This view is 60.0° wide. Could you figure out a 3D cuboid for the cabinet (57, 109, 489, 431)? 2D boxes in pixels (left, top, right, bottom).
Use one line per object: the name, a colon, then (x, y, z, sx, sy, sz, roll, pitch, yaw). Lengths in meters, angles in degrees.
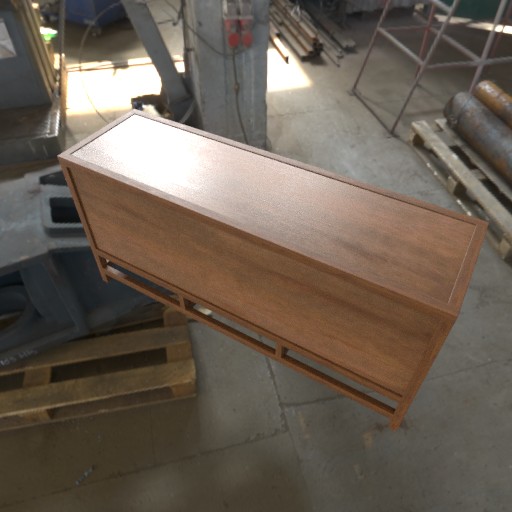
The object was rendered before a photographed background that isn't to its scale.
cabinet: (0.000, 0.000, 2.078, 1.708, 0.820, 0.522, 23, 50, 21)
